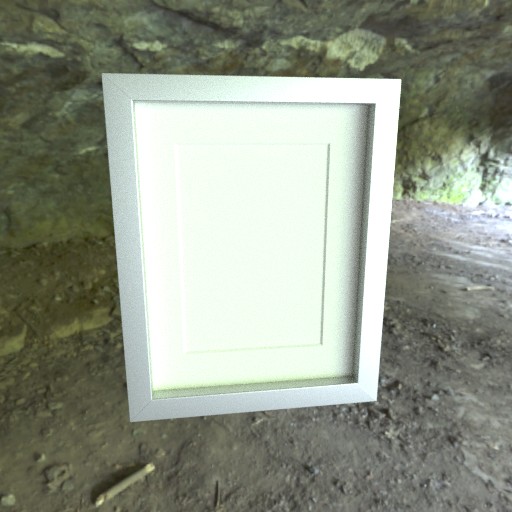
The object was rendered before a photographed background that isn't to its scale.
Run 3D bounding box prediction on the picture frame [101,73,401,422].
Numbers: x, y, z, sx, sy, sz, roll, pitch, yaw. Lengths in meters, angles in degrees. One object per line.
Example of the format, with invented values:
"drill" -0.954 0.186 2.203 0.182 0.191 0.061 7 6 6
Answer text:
"picture frame" 0.000 0.000 0.515 0.307 0.386 0.036 -2 15 -8
